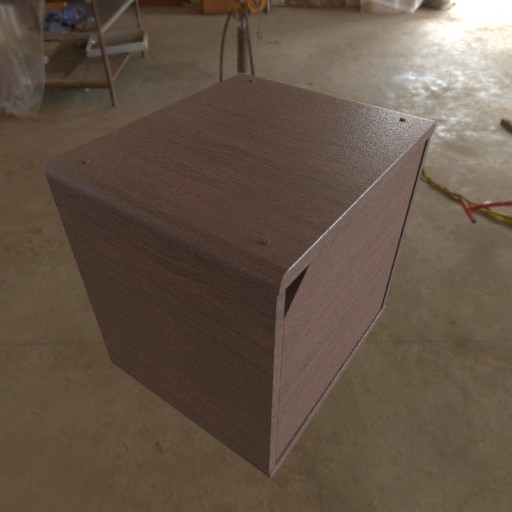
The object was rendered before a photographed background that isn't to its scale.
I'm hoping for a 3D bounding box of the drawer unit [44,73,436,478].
[{"bbox_3d":[0.000,0.000,0.601,0.290,0.344,0.344,25,47,26],"label":"drawer unit"}]
